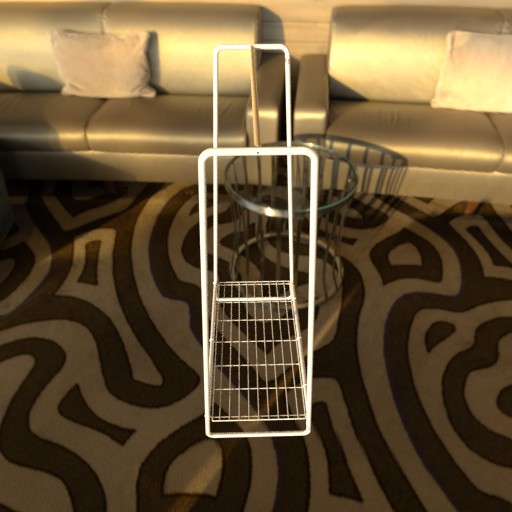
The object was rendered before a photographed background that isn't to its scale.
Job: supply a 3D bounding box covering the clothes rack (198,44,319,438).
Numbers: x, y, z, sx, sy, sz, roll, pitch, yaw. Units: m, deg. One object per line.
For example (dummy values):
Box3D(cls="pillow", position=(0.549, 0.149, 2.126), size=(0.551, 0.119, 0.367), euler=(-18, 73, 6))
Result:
Box3D(cls="clothes rack", position=(0.000, 0.000, 1.949), size=(0.495, 1.500, 0.900), euler=(-1, 41, -1))
